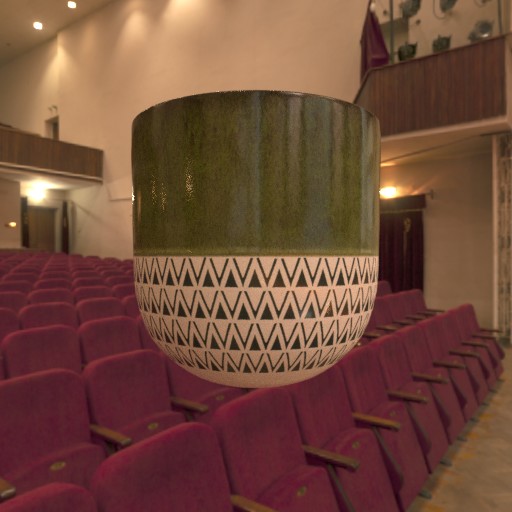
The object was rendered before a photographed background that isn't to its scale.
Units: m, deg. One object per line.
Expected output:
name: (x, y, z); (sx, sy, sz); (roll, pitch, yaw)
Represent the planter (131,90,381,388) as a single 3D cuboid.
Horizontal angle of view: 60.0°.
planter: (0.000, 0.000, 0.491); (0.266, 0.270, 0.266); (0, 0, 0)
